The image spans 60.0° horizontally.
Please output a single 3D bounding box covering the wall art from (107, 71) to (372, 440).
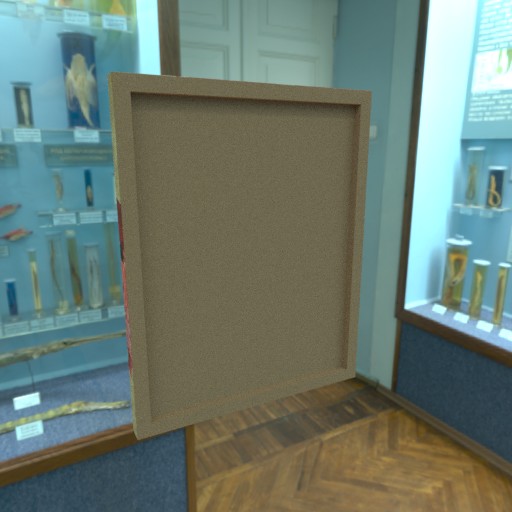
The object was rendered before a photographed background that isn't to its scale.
[{"bbox_3d":[0.000,0.000,0.695,0.406,0.508,0.028,-7,15,-26],"label":"wall art"}]
